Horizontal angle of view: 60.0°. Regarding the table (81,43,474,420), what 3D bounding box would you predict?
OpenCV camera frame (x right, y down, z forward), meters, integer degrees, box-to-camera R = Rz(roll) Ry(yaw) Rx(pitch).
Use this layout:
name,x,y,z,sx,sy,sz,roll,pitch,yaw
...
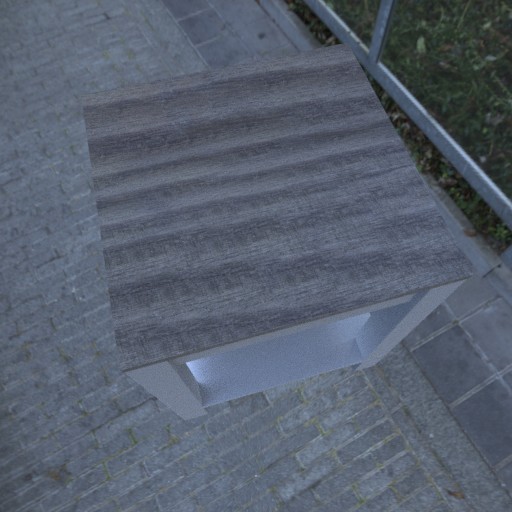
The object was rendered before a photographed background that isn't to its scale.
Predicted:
name,x,y,z,sx,sy,sz,roll,pitch,yaw
table,0.000,0.000,0.975,0.506,0.587,0.504,-14,64,-7
